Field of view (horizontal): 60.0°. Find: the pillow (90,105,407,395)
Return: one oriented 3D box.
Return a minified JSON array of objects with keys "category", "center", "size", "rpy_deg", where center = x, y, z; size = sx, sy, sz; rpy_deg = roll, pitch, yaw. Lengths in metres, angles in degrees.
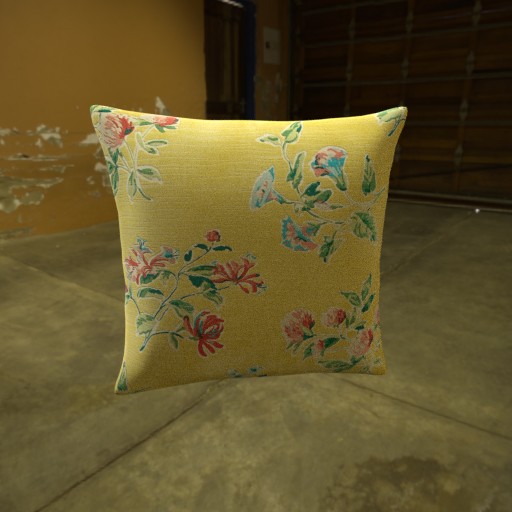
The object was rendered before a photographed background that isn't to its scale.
[{"category":"pillow","center":[0.000,0.000,0.789],"size":[0.525,0.508,0.166],"rpy_deg":[-2,16,-8]}]
